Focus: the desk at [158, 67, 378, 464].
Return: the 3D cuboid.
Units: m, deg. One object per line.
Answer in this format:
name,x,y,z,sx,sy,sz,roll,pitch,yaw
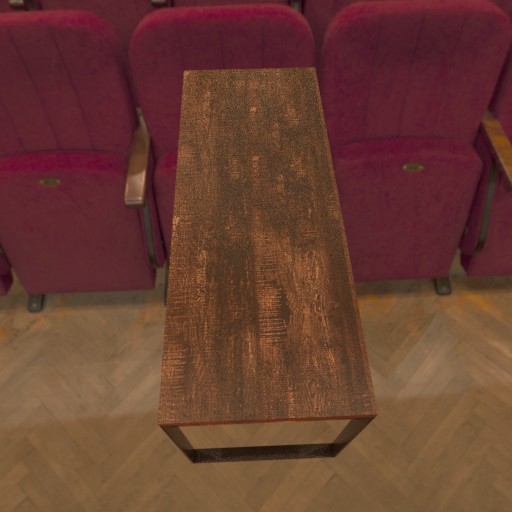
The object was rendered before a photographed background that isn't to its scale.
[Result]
desk,0.000,0.000,1.922,0.599,0.762,1.524,-2,58,-1
